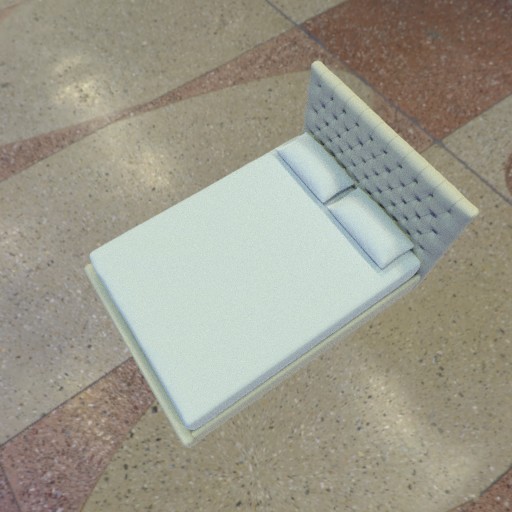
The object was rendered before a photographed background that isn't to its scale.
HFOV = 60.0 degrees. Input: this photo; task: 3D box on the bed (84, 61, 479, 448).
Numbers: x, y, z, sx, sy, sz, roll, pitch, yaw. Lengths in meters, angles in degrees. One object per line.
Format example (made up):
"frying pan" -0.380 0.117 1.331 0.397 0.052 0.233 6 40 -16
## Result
"bed" 0.000 0.000 3.467 2.387 1.427 1.698 -32 68 -14
